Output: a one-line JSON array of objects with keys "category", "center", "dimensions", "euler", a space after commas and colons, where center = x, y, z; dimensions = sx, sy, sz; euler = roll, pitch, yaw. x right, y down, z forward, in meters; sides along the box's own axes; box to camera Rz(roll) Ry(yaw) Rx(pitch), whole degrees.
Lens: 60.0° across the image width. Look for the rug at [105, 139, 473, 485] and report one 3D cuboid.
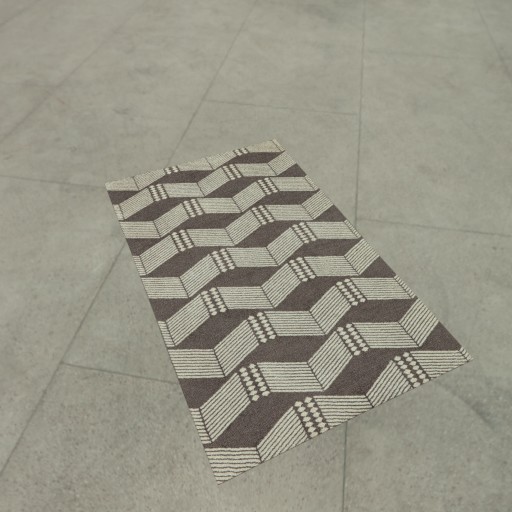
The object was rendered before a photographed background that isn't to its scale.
[{"category": "rug", "center": [0.000, 0.000, 2.981], "dimensions": [1.517, 0.011, 2.435], "euler": [-19, 50, -17]}]
